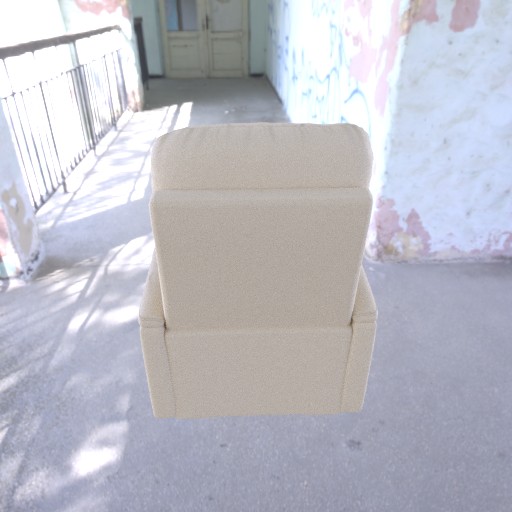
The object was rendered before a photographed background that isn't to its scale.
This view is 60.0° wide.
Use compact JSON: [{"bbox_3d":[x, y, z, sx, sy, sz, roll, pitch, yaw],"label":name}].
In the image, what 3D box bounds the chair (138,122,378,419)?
[{"bbox_3d":[0.000,0.000,1.616,0.775,1.082,0.831,-1,30,-2],"label":"chair"}]
